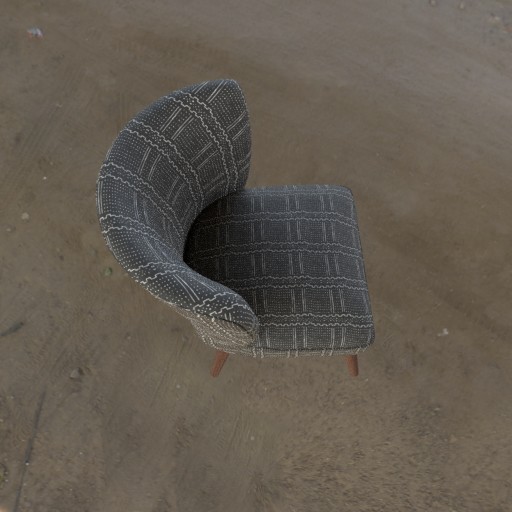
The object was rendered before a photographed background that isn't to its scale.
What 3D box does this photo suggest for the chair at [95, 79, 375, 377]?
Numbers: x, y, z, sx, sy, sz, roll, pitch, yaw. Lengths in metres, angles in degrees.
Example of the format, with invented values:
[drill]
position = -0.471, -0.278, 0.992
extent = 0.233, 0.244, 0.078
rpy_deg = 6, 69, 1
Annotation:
[chair]
position = 0.000, 0.000, 1.427
extent = 0.758, 0.866, 0.710
rpy_deg = -2, 64, -1
